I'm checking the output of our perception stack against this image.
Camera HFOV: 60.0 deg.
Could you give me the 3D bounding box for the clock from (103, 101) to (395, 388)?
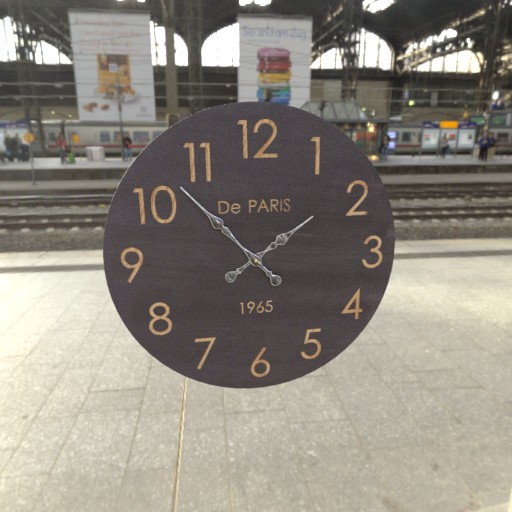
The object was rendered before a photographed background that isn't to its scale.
[{"bbox_3d":[0.000,0.000,0.902,0.595,0.595,0.029,-2,15,-9],"label":"clock"}]
